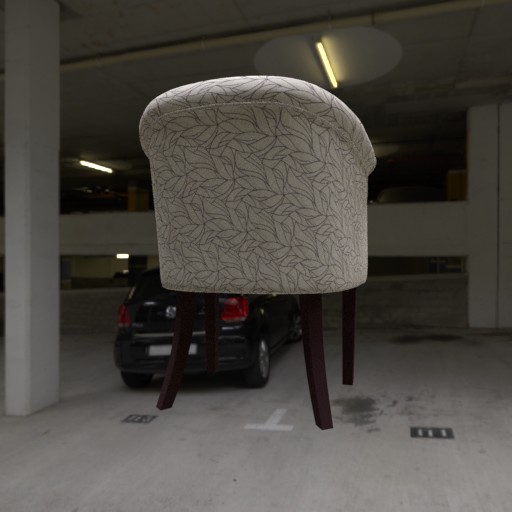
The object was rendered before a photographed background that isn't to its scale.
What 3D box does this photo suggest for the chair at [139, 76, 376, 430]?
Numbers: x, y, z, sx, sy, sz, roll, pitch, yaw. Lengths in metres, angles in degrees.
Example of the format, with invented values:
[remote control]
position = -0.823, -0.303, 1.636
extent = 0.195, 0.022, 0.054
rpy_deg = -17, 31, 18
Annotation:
[chair]
position = 0.000, 0.000, 1.322
extent = 0.686, 0.858, 0.613
rpy_deg = 0, 0, 18
